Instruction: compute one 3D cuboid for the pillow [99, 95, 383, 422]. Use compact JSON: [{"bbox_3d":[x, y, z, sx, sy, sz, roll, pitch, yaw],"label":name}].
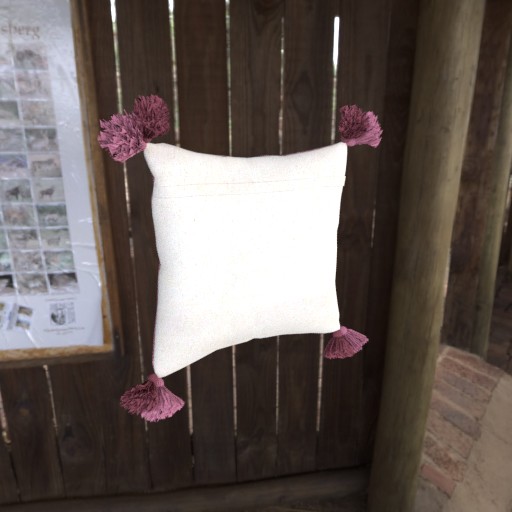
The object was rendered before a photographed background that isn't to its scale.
[{"bbox_3d":[0.000,0.000,0.983,0.641,0.659,0.138,-8,17,-25],"label":"pillow"}]
